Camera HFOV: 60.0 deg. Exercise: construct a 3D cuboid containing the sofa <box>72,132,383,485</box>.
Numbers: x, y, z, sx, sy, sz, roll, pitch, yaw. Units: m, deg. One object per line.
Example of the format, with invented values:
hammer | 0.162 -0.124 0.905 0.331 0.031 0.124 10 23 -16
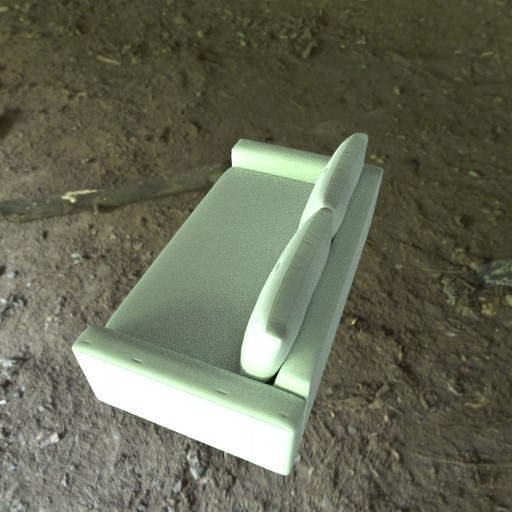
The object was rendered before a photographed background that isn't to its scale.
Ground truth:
sofa | 0.000 0.000 2.165 0.920 0.790 1.650 15 47 15
